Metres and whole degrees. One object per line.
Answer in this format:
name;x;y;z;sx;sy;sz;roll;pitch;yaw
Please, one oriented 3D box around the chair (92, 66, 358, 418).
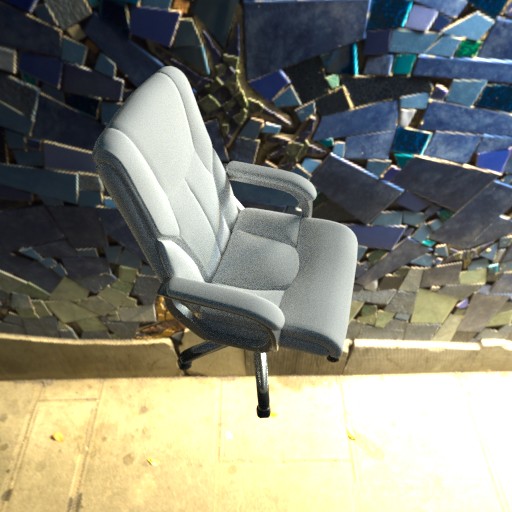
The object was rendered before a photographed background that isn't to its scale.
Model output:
chair;0.000;0.000;1.562;0.738;1.120;0.687;11;48;10
